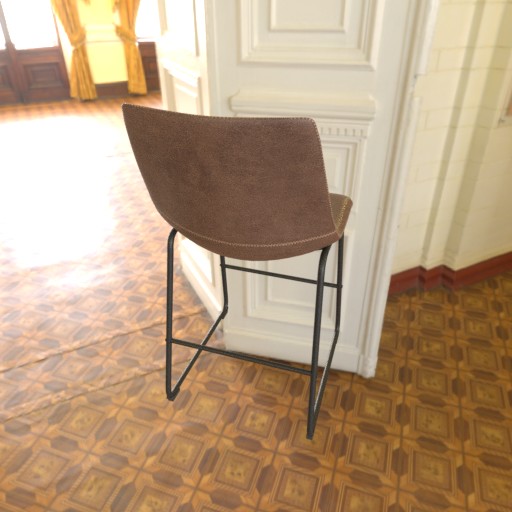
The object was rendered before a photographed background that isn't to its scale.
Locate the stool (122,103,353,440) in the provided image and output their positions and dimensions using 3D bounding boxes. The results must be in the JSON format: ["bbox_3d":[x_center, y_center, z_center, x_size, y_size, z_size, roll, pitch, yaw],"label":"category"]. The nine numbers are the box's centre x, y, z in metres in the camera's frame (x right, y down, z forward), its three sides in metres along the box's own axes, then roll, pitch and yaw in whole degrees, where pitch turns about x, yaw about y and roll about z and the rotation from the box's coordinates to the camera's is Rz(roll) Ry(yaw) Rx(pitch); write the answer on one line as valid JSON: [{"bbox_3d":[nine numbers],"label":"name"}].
[{"bbox_3d":[0.000,0.000,1.216,0.460,0.890,0.550,10,33,15],"label":"stool"}]
